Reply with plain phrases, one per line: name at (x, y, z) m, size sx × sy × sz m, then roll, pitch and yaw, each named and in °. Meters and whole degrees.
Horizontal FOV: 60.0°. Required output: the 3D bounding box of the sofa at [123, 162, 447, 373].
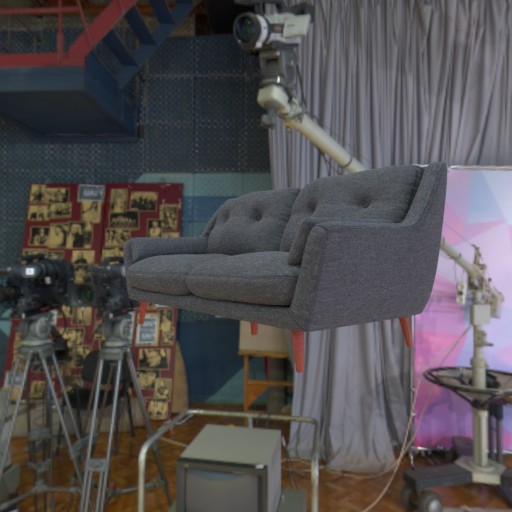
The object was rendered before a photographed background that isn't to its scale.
sofa at (0.000, 0.000, 2.513) m, size 0.975 × 0.896 × 1.929 m, roll 0°, pitch -1°, yaw -36°
